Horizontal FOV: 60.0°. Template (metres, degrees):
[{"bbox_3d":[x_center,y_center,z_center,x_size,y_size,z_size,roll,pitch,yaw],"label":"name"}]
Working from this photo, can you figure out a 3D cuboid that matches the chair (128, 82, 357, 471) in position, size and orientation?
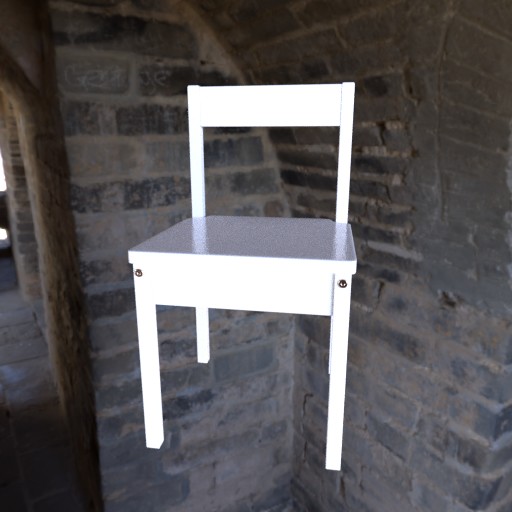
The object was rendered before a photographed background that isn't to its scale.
[{"bbox_3d":[0.000,0.000,0.871,0.367,0.668,0.361,3,15,9],"label":"chair"}]
